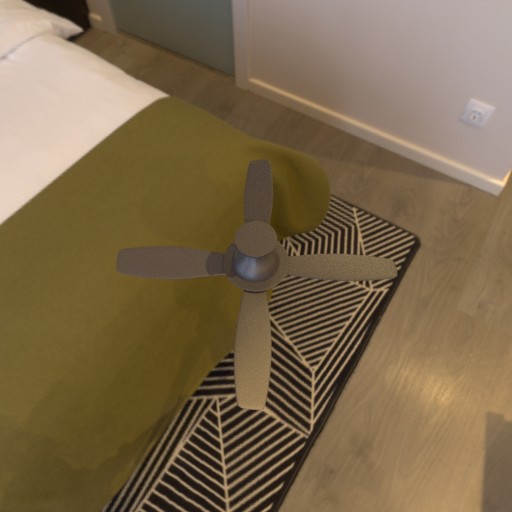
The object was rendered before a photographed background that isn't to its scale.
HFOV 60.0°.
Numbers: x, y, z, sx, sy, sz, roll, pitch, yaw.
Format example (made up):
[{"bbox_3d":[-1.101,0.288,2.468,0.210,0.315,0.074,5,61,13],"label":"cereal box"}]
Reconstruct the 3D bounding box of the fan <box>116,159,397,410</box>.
[{"bbox_3d":[0.000,0.000,2.598,1.694,0.382,1.694,2,59,1],"label":"fan"}]
